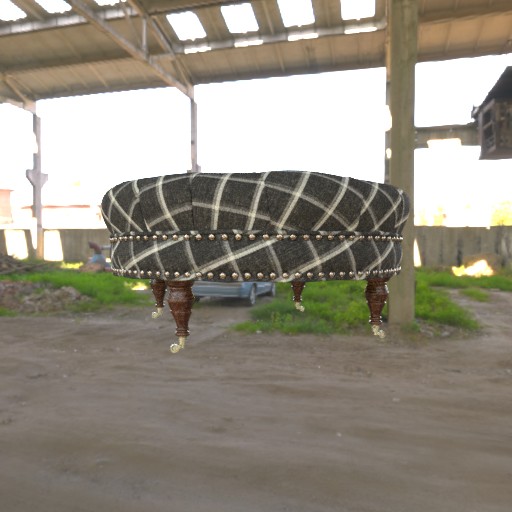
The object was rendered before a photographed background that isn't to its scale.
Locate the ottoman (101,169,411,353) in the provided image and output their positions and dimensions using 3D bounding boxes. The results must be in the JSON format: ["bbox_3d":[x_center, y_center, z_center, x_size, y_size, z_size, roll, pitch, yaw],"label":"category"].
[{"bbox_3d":[0.000,0.000,1.364,0.901,0.439,0.901,0,1,0],"label":"ottoman"}]
